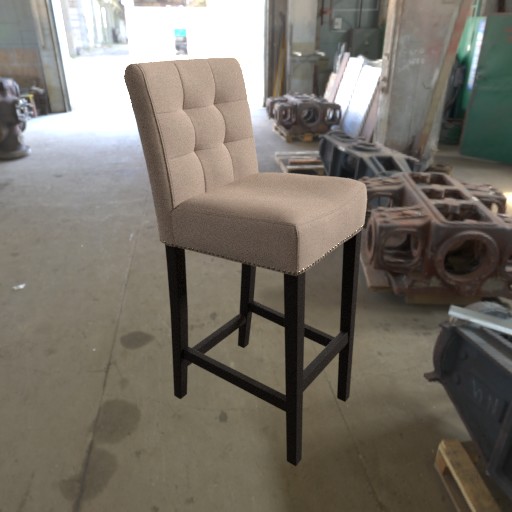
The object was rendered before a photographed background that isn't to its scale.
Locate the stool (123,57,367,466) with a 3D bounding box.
[{"bbox_3d":[0.000,0.000,1.304,0.548,1.047,0.411,18,32,32],"label":"stool"}]
